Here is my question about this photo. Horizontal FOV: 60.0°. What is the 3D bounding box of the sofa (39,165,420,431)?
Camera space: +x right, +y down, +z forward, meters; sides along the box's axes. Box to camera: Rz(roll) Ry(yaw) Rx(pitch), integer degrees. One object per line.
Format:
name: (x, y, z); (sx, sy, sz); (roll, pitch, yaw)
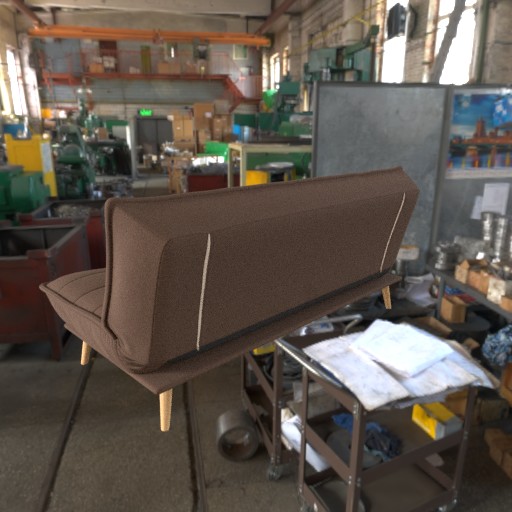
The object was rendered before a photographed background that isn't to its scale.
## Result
sofa: (0.000, 0.000, 2.384); (1.940, 0.890, 0.950); (-15, 22, -43)
